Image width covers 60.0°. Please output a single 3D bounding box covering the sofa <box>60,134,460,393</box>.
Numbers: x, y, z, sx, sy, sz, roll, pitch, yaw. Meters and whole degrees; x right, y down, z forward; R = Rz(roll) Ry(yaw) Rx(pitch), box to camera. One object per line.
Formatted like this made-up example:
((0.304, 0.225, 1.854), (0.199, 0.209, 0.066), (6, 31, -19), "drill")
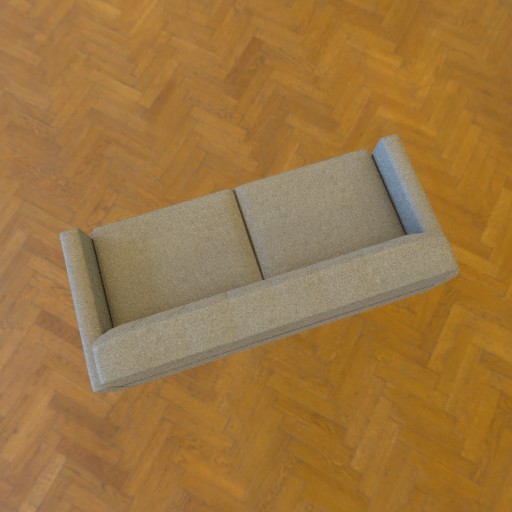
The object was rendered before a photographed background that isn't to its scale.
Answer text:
((0.000, 0.000, 2.611), (2.055, 0.873, 0.968), (-17, 75, -5), "sofa")
